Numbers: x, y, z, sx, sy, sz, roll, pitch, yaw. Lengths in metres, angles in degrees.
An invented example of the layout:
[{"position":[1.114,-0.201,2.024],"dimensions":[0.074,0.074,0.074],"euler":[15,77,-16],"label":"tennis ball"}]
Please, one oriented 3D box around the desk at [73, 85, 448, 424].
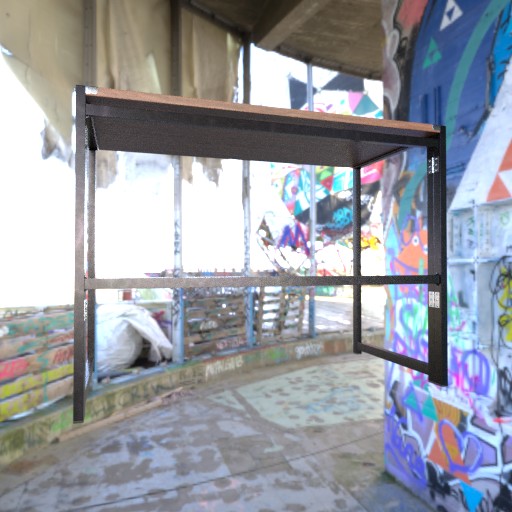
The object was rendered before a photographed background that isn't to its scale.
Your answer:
[{"position":[0.000,0.000,1.386],"dimensions":[1.016,0.762,0.508],"euler":[0,-1,-17],"label":"desk"}]
